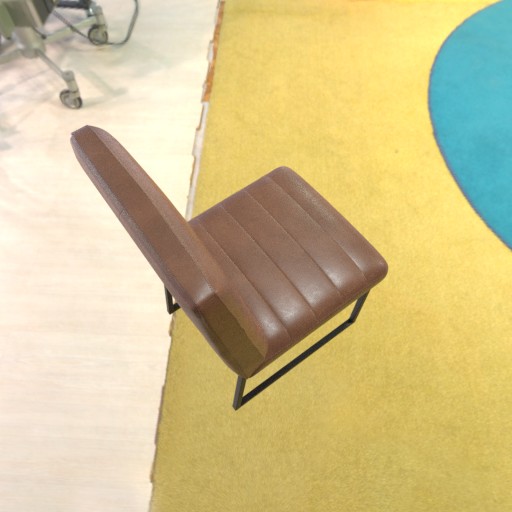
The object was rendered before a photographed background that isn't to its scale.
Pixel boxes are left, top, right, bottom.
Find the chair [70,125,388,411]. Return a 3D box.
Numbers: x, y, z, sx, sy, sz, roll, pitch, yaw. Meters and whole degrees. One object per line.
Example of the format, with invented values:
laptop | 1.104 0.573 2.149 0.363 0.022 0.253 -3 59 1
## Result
chair | 0.000 0.000 1.299 0.634 0.930 0.520 -32 64 -18
